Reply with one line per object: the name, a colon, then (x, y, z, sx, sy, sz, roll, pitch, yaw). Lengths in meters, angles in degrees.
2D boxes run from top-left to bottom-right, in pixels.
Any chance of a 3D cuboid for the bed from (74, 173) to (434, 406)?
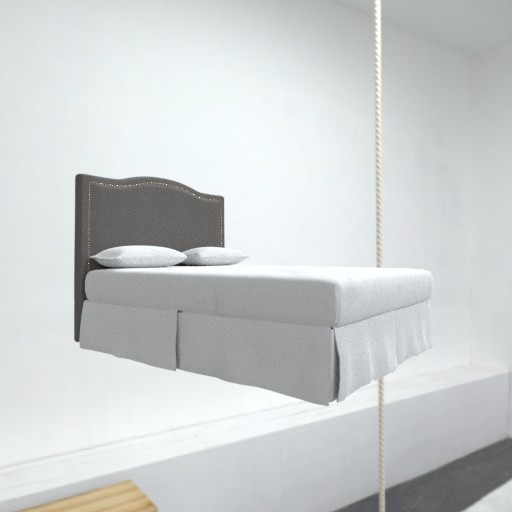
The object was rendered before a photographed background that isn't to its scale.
bed: (0.000, 0.000, 3.472, 2.282, 1.436, 1.821, 0, 0, 36)
